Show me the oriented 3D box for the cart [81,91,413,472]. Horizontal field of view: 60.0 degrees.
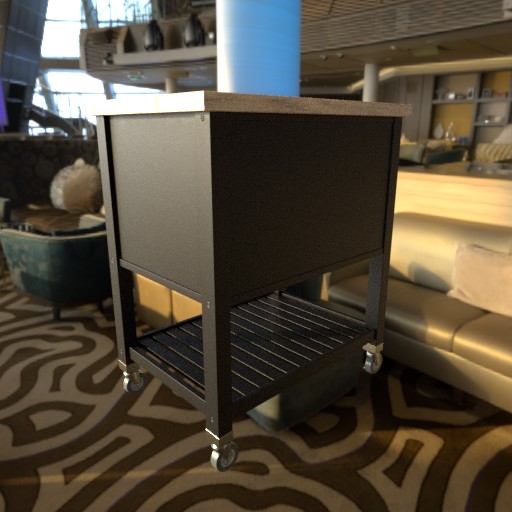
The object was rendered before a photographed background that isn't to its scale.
[{"bbox_3d":[0.000,0.000,1.415,0.797,0.920,0.567,-15,22,-41],"label":"cart"}]
